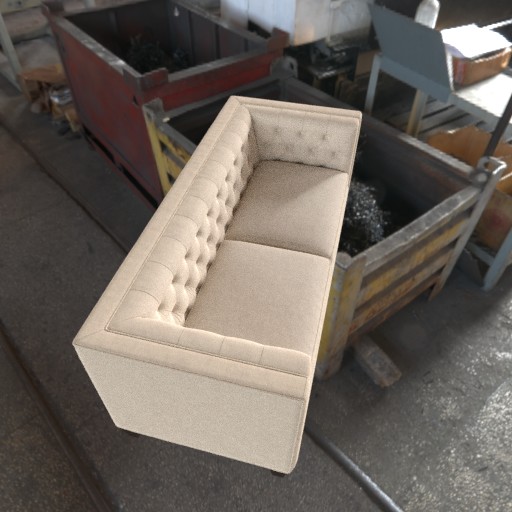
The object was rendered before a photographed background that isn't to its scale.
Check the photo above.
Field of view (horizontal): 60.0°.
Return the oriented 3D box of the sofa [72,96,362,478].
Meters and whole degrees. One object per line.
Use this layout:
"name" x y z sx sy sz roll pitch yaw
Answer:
"sofa" 0.000 0.000 2.218 0.775 0.762 1.778 11 47 10
